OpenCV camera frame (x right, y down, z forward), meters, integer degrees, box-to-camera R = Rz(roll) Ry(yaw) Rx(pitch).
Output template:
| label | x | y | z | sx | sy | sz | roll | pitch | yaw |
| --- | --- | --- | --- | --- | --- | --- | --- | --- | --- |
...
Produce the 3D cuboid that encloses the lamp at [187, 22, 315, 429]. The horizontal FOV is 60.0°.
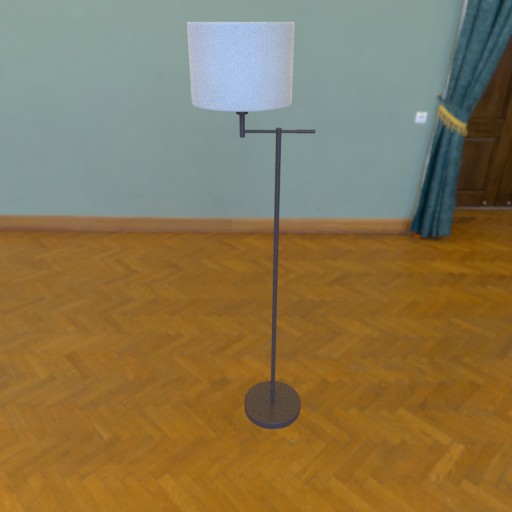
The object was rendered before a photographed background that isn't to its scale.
| label | x | y | z | sx | sy | sz | roll | pitch | yaw |
| --- | --- | --- | --- | --- | --- | --- | --- | --- | --- |
| lamp | 0.000 | 0.000 | 1.714 | 0.416 | 1.600 | 0.324 | 0 | 28 | 0 |
